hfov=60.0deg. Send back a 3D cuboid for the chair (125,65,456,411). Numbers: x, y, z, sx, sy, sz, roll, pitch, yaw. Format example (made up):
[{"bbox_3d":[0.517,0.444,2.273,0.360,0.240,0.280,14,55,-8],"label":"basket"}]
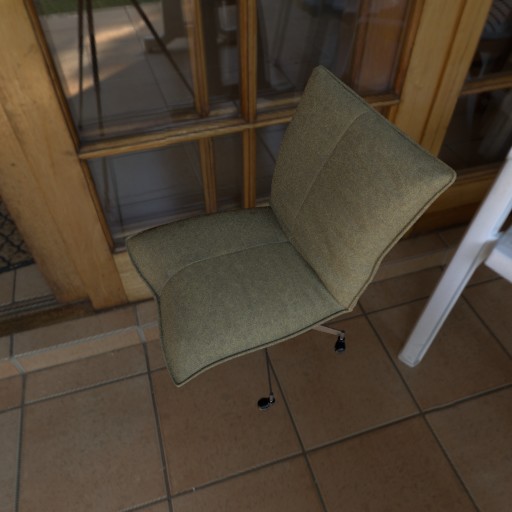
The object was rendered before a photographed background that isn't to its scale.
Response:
[{"bbox_3d":[0.000,0.000,1.317,0.696,0.811,0.597,-17,49,-15],"label":"chair"}]
